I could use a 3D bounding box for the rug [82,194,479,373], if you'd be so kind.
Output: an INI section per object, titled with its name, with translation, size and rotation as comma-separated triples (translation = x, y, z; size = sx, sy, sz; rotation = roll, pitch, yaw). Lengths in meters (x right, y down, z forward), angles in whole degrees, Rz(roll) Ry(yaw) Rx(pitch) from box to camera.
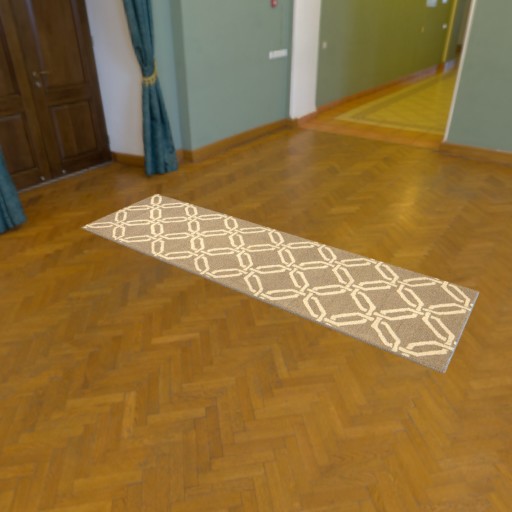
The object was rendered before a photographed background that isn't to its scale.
[rug]
translation = 0.000, 0.000, 2.555
size = 2.276, 0.014, 0.678
rotation = 19, 35, 29
